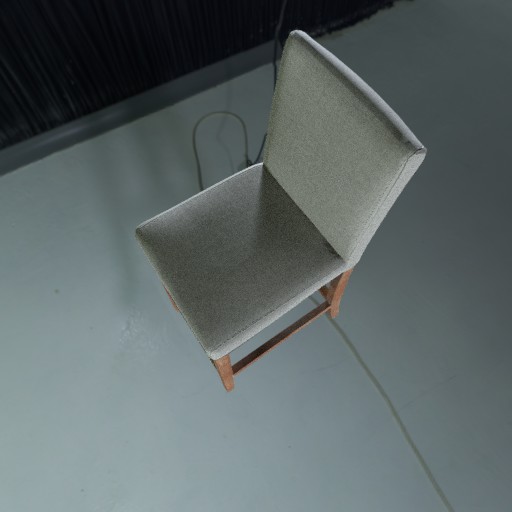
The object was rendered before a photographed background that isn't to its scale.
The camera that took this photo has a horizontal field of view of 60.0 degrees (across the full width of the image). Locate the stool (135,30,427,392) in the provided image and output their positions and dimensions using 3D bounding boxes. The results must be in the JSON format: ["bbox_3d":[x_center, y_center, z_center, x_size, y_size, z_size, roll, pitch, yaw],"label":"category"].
[{"bbox_3d":[0.000,0.000,1.362,0.570,1.088,0.439,-32,69,-14],"label":"stool"}]
